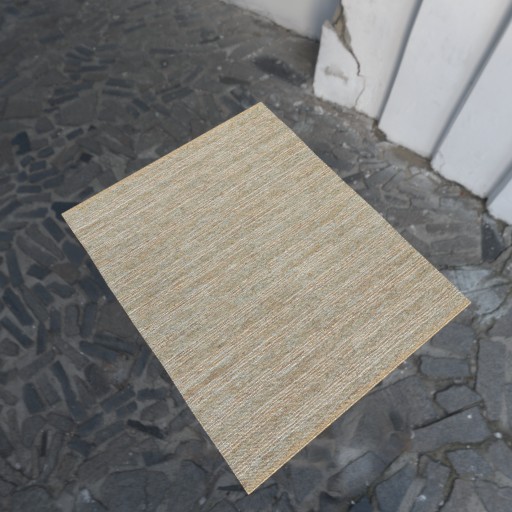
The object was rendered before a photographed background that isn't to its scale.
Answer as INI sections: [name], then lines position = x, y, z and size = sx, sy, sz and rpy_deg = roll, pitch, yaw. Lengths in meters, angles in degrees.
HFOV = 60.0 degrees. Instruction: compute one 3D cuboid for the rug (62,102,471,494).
[rug]
position = 0.000, 0.000, 4.114
size = 2.471, 0.012, 3.034
rpy_deg = -34, 68, -16
